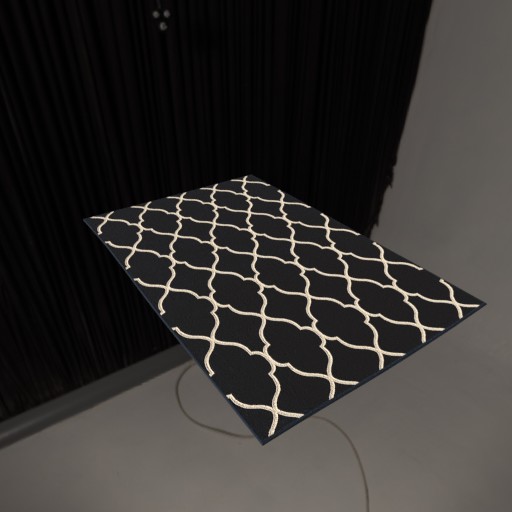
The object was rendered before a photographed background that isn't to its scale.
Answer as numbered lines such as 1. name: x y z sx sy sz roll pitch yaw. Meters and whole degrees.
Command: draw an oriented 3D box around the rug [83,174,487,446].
1. rug: 0.000 0.000 2.858 1.528 0.014 2.294 -21 38 -29
